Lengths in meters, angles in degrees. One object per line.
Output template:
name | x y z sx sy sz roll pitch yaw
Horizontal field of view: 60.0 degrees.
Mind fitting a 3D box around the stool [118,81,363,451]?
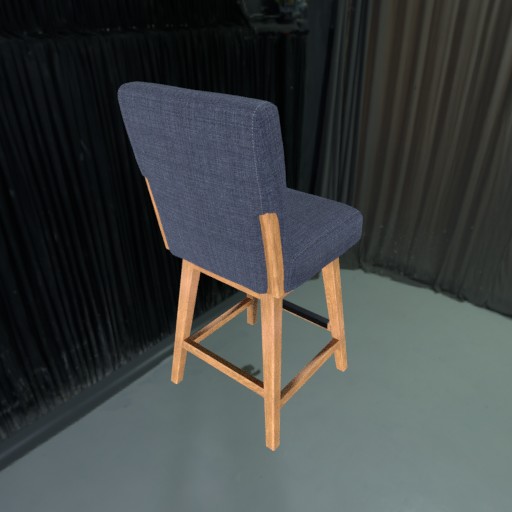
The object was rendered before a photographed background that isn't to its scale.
stool | 0.000 0.000 1.339 0.459 1.010 0.526 22 36 33
